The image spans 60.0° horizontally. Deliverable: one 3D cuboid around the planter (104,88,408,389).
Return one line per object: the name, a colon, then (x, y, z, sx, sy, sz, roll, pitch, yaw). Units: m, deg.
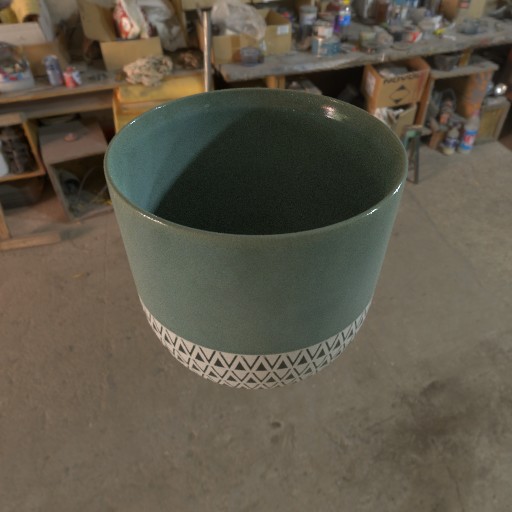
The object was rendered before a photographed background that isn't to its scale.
planter: (0.000, 0.000, 0.488, 0.266, 0.270, 0.266, 0, 42, 0)
